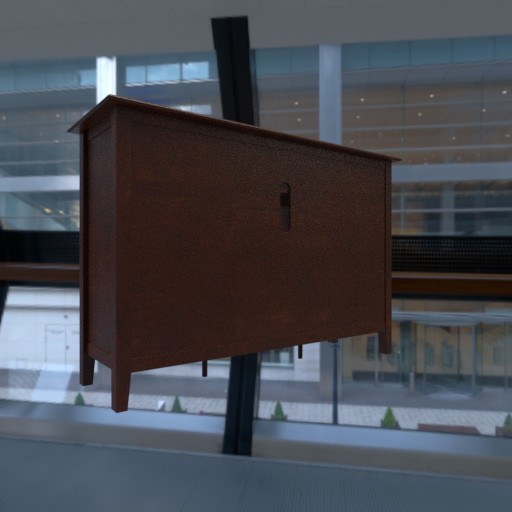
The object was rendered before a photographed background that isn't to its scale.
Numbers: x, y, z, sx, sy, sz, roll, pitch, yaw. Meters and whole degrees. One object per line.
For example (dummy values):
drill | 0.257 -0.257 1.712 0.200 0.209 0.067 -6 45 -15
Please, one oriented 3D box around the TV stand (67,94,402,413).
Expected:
TV stand | 0.000 0.000 1.832 1.372 0.915 0.445 0 0 -37
